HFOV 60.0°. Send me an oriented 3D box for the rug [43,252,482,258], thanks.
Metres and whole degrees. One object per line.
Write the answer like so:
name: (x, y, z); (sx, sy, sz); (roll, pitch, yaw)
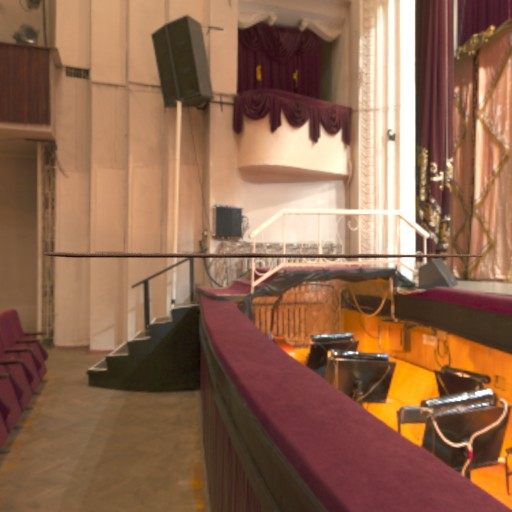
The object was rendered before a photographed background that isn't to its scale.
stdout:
rug: (0.000, 0.000, 1.070); (0.867, 0.007, 0.515); (0, -1, -18)
